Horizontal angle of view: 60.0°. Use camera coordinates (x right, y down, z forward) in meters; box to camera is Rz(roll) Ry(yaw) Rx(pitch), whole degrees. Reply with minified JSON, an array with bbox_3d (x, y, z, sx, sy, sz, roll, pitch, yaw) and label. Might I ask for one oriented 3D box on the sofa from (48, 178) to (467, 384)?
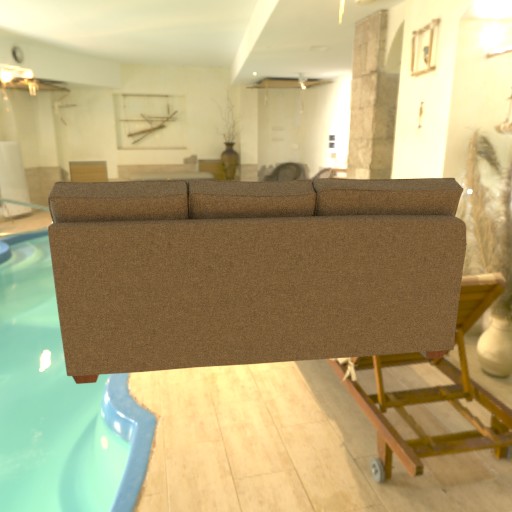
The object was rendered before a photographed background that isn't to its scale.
[{"bbox_3d":[0.000,0.000,2.556,1.963,0.946,1.034,-2,15,-8],"label":"sofa"}]
